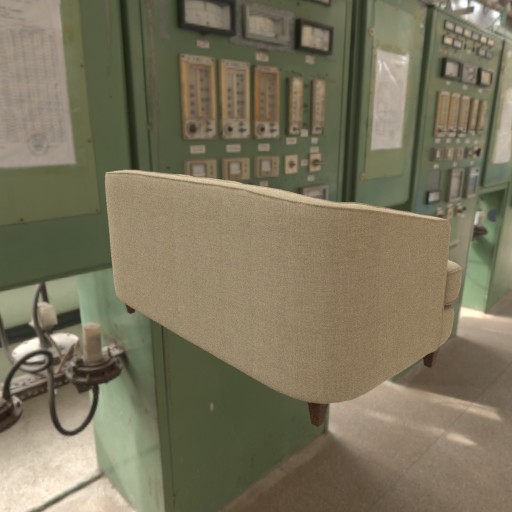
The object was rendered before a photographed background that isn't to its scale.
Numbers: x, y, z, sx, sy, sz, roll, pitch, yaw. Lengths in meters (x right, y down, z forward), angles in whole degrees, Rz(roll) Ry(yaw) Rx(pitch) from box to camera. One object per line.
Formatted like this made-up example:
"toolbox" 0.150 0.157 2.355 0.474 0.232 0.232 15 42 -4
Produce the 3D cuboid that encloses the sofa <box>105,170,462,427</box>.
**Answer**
"sofa" 0.000 0.000 2.248 0.941 0.855 1.733 -14 21 -41
